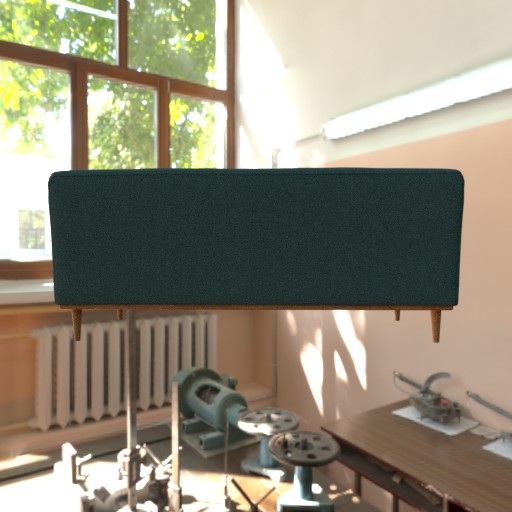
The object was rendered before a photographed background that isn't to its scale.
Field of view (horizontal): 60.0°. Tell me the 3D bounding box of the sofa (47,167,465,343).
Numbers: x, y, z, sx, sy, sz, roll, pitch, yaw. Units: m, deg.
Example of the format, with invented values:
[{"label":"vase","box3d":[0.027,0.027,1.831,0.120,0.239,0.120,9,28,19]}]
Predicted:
[{"label":"sofa","box3d":[0.000,0.000,2.587,2.057,0.871,0.978,0,1,1]}]
